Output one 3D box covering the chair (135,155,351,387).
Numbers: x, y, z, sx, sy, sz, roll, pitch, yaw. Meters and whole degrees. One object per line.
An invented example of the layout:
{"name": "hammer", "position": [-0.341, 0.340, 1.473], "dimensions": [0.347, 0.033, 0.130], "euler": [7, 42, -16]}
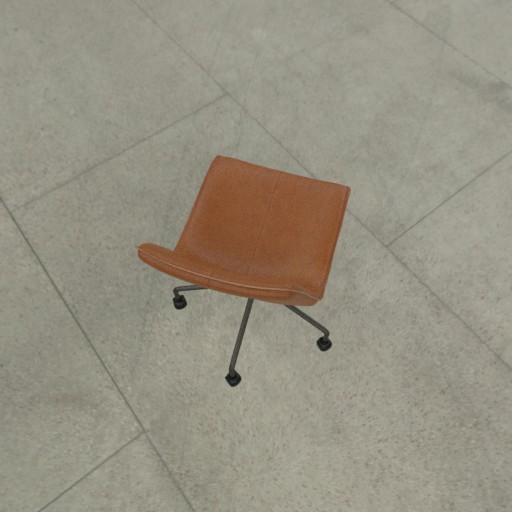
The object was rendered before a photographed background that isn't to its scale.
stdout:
{"name": "chair", "position": [0.000, 0.000, 1.382], "dimensions": [0.651, 0.920, 0.660], "euler": [15, 64, 8]}
